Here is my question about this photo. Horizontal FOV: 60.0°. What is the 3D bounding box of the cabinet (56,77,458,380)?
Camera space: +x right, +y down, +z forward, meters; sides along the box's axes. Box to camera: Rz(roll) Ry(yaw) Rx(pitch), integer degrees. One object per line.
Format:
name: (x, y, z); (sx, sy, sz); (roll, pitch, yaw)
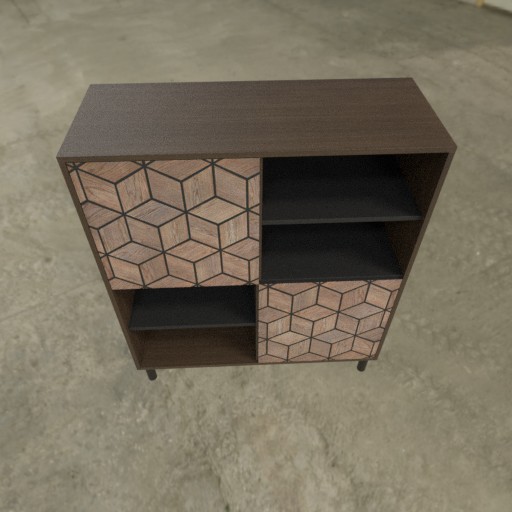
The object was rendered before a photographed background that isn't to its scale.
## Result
cabinet: (0.000, 0.000, 1.672); (1.010, 1.170, 0.400); (-2, 46, -2)
